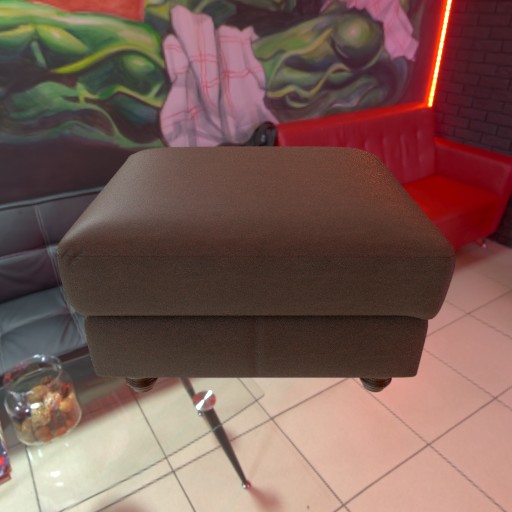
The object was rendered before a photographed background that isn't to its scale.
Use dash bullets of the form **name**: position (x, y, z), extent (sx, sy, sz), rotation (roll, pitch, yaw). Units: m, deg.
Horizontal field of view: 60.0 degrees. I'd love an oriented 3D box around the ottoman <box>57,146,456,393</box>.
- **ottoman**: position (0.000, 0.000, 1.175), extent (0.787, 0.508, 0.635), rotation (0, 29, 0)
